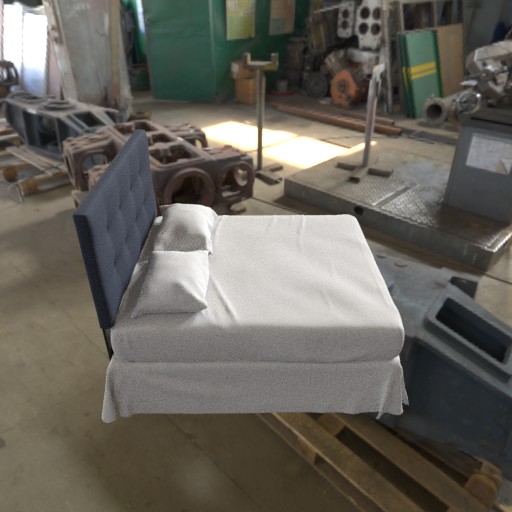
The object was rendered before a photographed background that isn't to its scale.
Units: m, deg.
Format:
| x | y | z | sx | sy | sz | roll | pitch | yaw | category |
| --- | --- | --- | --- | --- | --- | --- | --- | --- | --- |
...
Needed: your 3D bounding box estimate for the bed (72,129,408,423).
| x | y | z | sx | sy | sz | roll | pitch | yaw | category |
| --- | --- | --- | --- | --- | --- | --- | --- | --- | --- |
| 0.000 | 0.000 | 3.543 | 2.222 | 1.577 | 1.936 | 0 | 32 | 0 | bed |
